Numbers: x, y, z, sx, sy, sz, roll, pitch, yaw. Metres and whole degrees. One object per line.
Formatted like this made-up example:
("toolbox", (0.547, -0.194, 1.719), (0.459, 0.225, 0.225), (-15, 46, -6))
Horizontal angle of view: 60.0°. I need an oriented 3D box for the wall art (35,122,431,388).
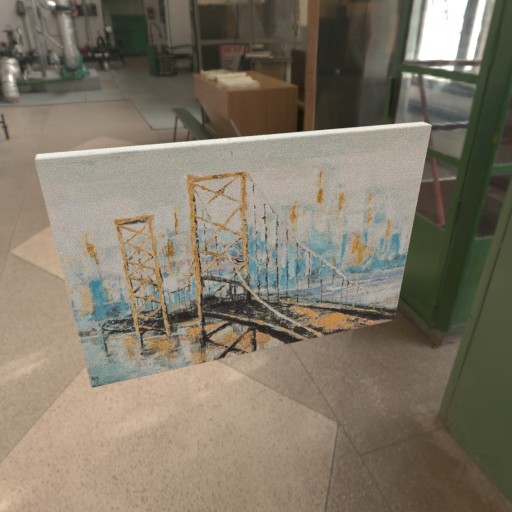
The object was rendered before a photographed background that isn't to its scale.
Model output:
("wall art", (0.000, 0.000, 1.143), (0.913, 0.609, 0.038), (-9, 31, -16))
